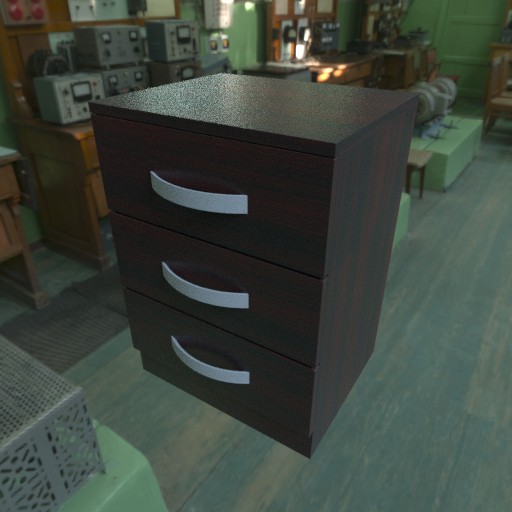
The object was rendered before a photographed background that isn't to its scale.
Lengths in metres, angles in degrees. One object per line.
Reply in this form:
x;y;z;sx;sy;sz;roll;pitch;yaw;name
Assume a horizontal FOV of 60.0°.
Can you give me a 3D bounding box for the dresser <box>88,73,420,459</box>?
0.000;0.000;0.822;0.400;0.560;0.360;18;35;28;dresser
